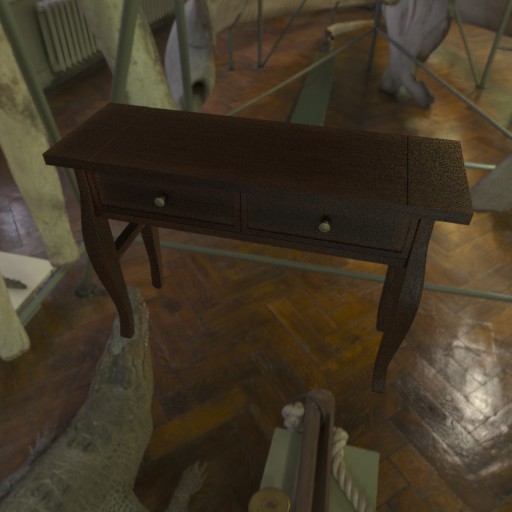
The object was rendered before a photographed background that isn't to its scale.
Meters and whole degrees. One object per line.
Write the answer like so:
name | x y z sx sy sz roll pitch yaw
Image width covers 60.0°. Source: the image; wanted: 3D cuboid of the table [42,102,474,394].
table | 0.000 0.000 1.436 1.062 0.768 0.373 10 42 11
